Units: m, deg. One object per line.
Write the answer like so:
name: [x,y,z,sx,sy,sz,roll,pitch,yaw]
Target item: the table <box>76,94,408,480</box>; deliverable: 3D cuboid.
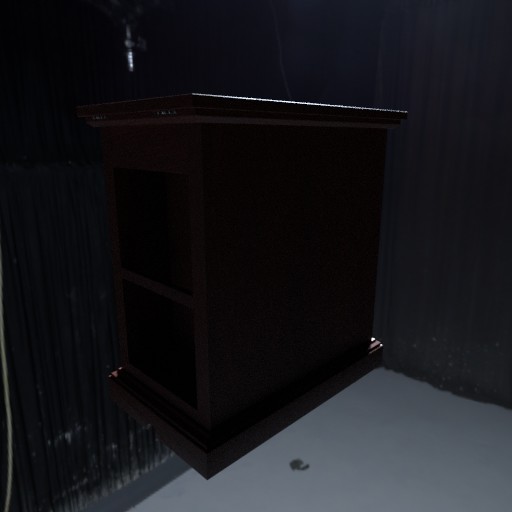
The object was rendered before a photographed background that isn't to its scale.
table: [0.000,0.000,0.975,0.584,0.612,0.356,-14,20,-43]
